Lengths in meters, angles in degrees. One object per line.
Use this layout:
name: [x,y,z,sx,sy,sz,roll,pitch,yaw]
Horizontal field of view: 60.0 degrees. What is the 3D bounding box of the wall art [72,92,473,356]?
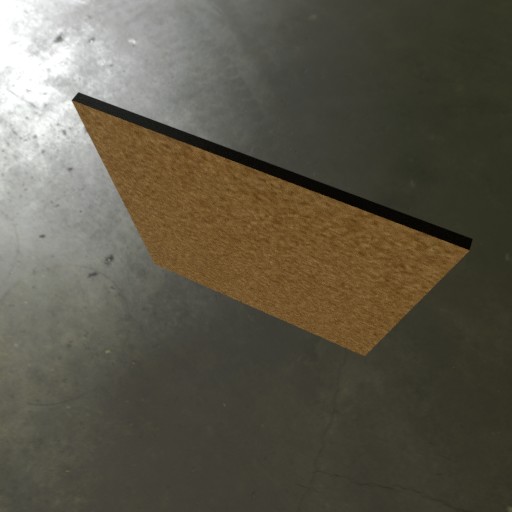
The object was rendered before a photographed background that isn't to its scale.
wall art: [0.000,0.000,0.657,0.446,0.445,0.014,23,67,10]
